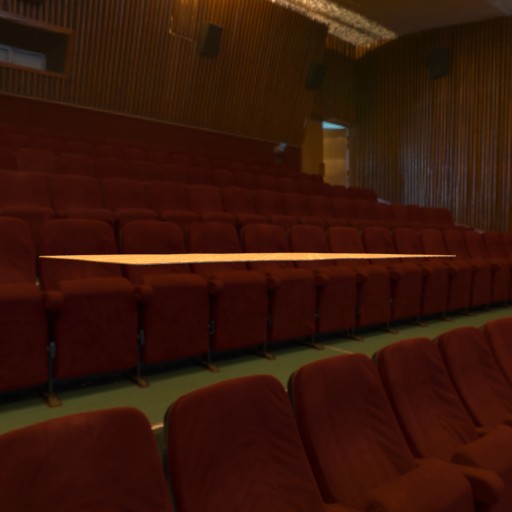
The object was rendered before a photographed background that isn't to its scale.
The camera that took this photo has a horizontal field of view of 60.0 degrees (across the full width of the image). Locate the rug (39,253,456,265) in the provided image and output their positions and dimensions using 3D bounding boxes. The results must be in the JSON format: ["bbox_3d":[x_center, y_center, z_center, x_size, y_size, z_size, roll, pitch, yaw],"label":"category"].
[{"bbox_3d":[0.000,0.000,2.194,1.745,0.010,1.146,-1,2,-38],"label":"rug"}]
